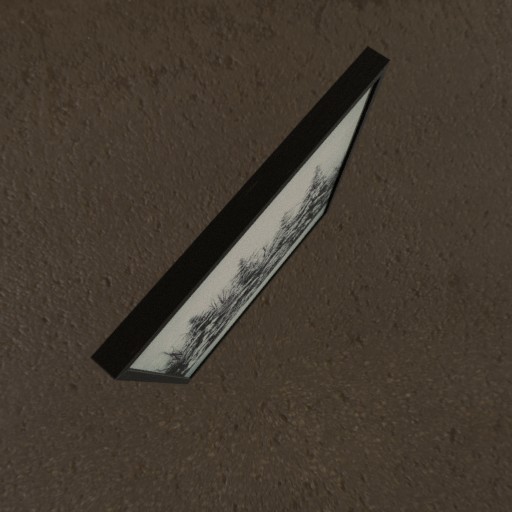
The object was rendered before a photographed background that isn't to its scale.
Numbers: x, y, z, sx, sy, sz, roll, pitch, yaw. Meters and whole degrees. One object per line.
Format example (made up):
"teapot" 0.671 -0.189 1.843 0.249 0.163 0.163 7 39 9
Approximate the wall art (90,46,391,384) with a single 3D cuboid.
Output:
"wall art" 0.000 0.000 0.755 0.036 0.506 0.506 38 77 10
